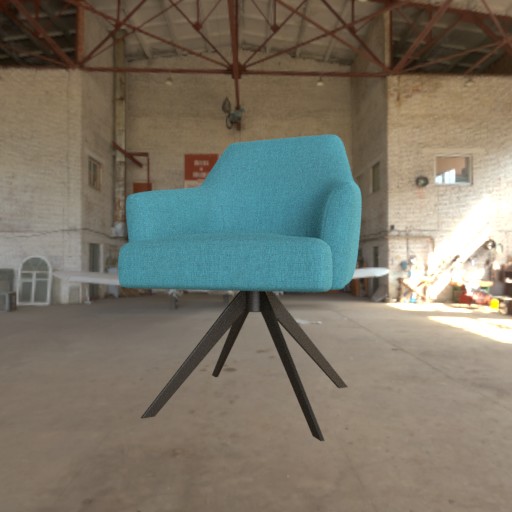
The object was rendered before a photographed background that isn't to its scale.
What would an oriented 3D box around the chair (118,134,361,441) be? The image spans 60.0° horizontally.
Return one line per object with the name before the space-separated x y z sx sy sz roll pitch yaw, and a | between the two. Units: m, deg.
chair | 0.000 0.000 1.349 0.642 0.874 0.677 0 -1 18
